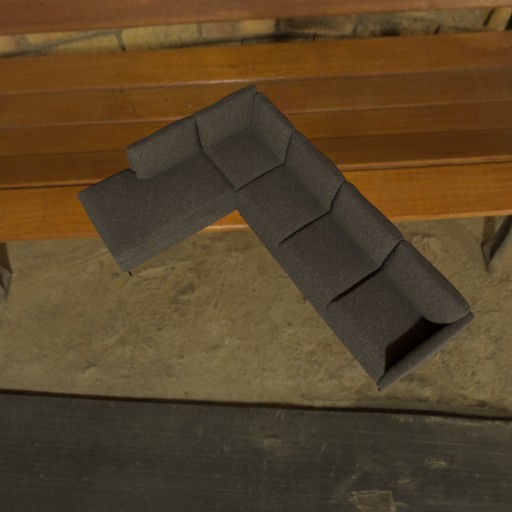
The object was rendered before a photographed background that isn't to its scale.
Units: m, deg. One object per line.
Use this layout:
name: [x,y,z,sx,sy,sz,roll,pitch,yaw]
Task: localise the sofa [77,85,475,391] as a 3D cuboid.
sofa: [0.000,0.000,3.763,2.007,0.815,2.949,-32,67,-15]
